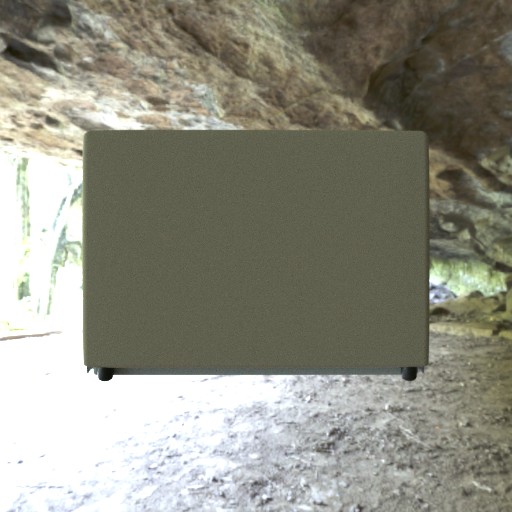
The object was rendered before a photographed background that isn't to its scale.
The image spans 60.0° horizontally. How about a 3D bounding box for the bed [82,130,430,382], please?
[{"bbox_3d":[0.000,0.000,3.354,1.884,1.330,2.142,0,0,0],"label":"bed"}]
